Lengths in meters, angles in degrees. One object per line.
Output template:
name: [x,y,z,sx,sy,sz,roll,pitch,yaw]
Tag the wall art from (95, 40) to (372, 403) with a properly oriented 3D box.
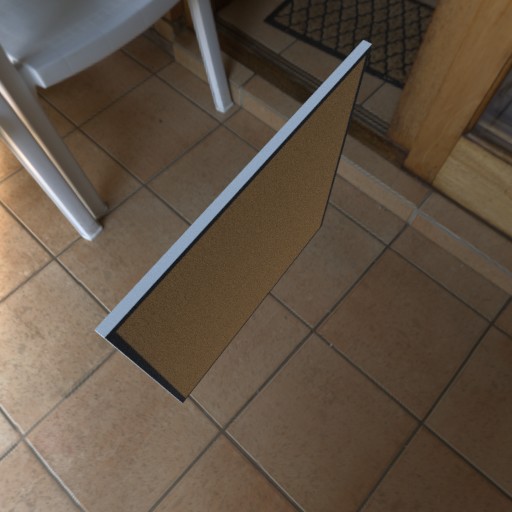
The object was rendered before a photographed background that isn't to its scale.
wall art: [0.000,0.000,1.184,0.022,0.803,0.805,34,69,15]
